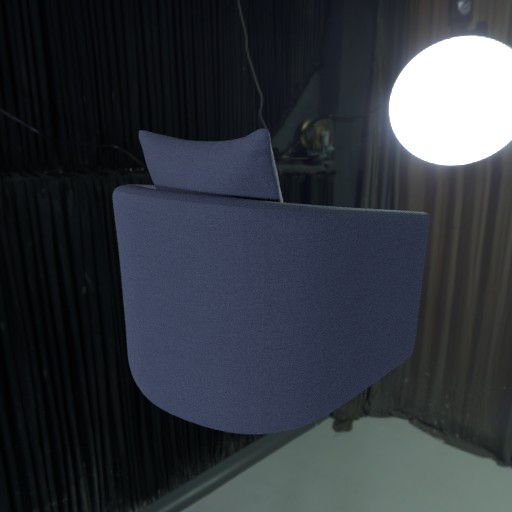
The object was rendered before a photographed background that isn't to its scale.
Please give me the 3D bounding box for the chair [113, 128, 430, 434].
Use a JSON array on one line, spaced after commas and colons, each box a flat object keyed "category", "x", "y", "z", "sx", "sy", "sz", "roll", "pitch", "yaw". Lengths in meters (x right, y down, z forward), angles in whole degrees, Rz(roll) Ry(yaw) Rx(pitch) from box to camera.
[{"category": "chair", "x": 0.000, "y": 0.000, "z": 1.554, "sx": 0.845, "sy": 0.848, "sz": 0.910, "roll": 14, "pitch": 20, "yaw": 43}]
